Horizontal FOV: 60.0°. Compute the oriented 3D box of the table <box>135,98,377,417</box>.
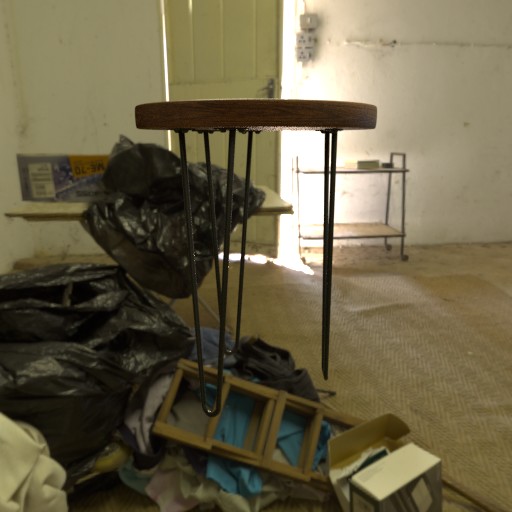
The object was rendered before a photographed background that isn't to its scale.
[{"bbox_3d":[0.000,0.000,0.821,0.400,0.520,0.400,0,15,0],"label":"table"}]
